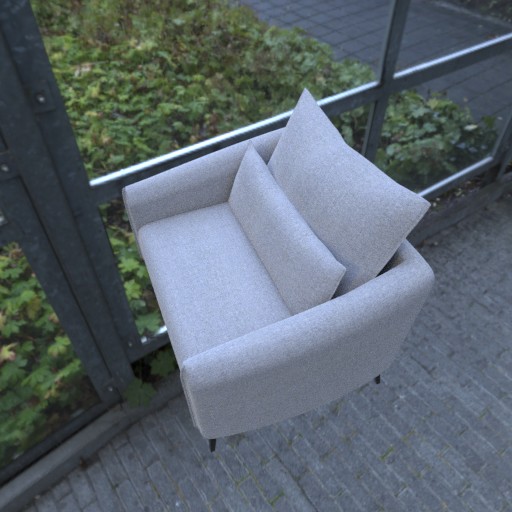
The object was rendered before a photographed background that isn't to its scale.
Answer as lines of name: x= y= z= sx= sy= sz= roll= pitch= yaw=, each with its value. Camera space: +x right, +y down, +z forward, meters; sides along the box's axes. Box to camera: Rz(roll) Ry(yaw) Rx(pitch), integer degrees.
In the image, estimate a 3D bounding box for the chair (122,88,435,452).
chair: x=0.000 y=0.000 z=1.663 sx=0.801 sy=0.856 sz=1.029 roll=-17 pitch=49 yaw=-15
